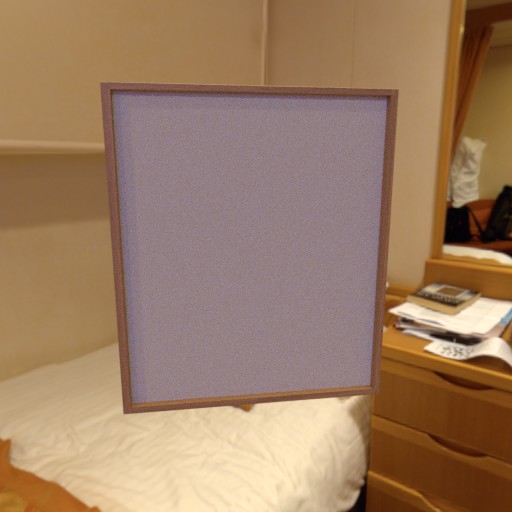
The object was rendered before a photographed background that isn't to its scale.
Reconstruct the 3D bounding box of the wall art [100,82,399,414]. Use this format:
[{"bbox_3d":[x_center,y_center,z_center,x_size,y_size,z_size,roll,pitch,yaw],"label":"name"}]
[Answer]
[{"bbox_3d":[0.000,0.000,0.981,0.609,0.710,0.021,-2,12,-8],"label":"wall art"}]
